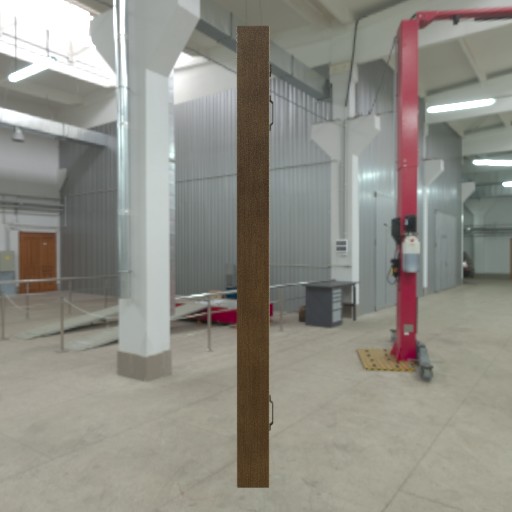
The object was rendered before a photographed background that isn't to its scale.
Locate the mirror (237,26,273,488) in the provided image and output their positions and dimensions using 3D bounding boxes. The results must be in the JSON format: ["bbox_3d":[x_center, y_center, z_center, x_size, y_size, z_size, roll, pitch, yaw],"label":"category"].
[{"bbox_3d":[0.000,0.000,0.690,0.041,0.509,0.406,0,1,0],"label":"mirror"}]
